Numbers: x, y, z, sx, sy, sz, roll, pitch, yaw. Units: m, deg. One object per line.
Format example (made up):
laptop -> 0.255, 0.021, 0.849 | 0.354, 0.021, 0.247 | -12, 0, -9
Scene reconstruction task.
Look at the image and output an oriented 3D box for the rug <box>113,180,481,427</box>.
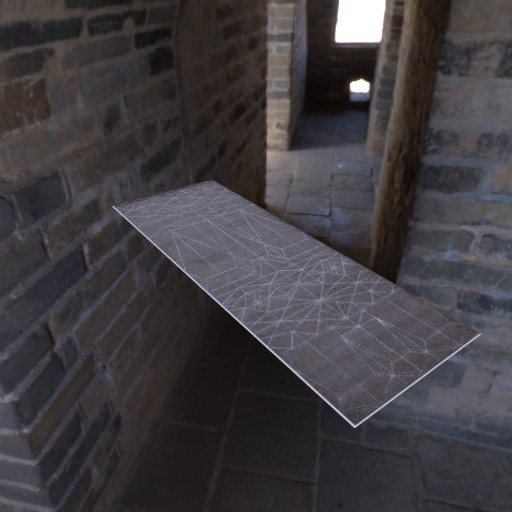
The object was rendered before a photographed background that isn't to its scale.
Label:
rug -> 0.000, 0.000, 2.682 | 0.864, 0.012, 2.388 | -21, 38, -31
